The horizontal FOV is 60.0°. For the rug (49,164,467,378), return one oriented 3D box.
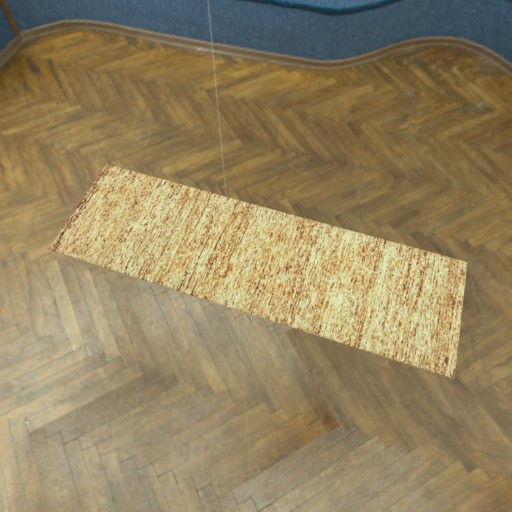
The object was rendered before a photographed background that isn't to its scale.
[{"bbox_3d":[0.000,0.000,2.470,2.237,0.014,0.680,16,61,10],"label":"rug"}]
